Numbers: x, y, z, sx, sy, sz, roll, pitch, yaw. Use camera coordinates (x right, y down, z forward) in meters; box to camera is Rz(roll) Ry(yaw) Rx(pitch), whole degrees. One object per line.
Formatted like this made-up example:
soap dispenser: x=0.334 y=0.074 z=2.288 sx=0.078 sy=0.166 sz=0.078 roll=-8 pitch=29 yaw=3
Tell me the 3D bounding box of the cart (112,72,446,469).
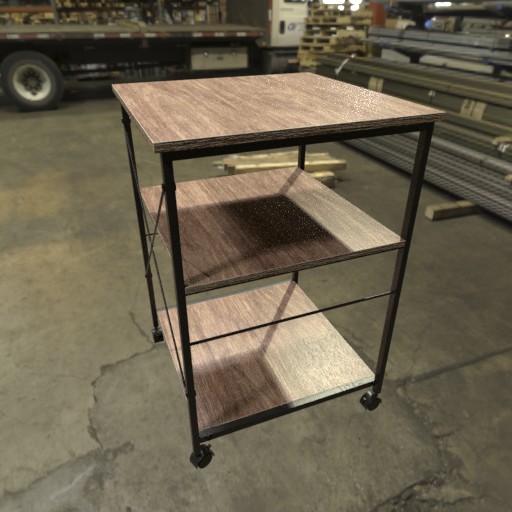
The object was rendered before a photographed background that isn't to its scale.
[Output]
cart: x=0.000 y=0.000 z=1.105 sx=0.520 sy=0.762 sz=0.521 roll=-11 pitch=32 yaw=-19
